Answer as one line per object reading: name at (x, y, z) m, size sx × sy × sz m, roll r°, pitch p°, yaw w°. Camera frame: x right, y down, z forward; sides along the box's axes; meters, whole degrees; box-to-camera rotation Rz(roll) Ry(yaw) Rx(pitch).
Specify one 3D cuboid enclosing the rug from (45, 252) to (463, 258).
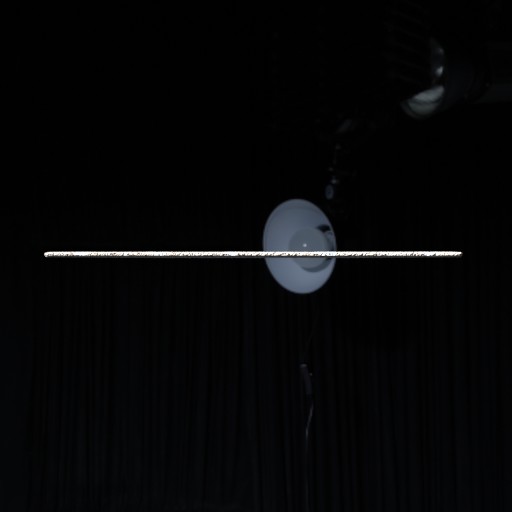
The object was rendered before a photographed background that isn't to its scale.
rug at (0.000, 0.000, 4.080) m, size 2.438 × 0.029 × 3.047 m, roll 0°, pitch 0°, yaw 1°
